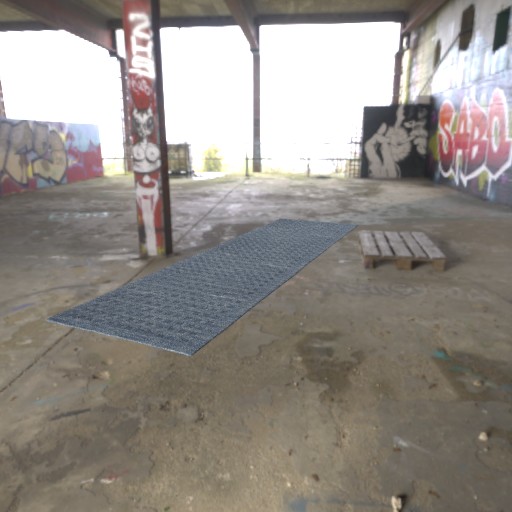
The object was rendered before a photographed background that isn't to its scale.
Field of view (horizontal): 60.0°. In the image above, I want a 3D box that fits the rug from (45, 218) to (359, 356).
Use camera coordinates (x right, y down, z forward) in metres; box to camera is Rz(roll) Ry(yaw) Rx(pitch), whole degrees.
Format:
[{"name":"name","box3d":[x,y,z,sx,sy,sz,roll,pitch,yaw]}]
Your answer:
[{"name":"rug","box3d":[0.000,0.000,2.672,0.688,0.008,2.443,7,17,24]}]
